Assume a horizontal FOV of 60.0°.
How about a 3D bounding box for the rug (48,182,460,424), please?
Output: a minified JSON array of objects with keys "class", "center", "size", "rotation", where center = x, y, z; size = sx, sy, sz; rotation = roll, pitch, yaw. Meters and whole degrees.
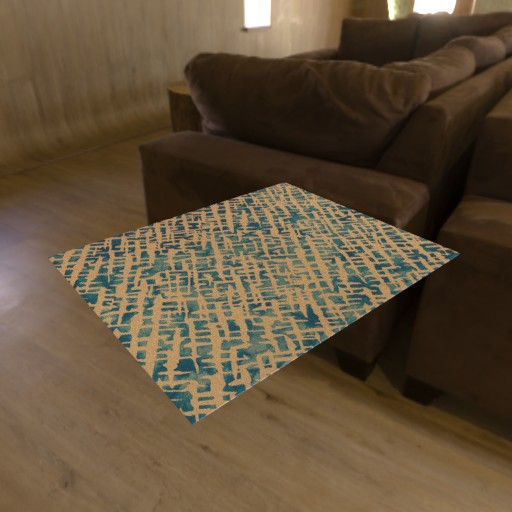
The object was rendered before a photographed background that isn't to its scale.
[{"class":"rug","center":[0.000,0.000,4.144],"size":[3.007,0.007,2.435],"rotation":[-23,37,-34]}]
